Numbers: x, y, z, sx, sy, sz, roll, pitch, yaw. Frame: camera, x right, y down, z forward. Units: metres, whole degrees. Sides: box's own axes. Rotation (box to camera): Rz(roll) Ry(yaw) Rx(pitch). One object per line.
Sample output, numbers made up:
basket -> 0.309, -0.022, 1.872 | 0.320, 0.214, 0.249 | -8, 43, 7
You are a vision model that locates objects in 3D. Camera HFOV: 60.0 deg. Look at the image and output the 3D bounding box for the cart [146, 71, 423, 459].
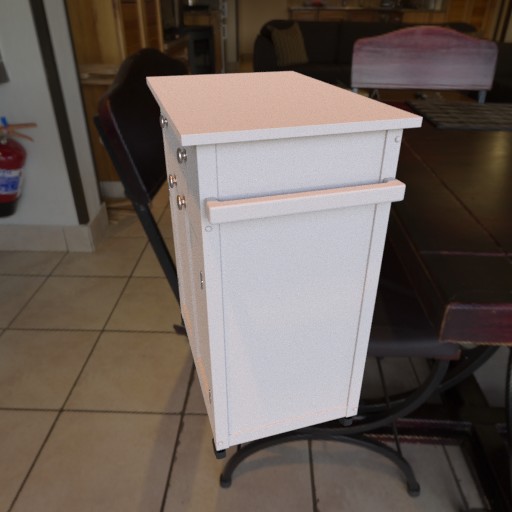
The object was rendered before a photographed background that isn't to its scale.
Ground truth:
cart -> 0.000, 0.000, 1.237 | 0.442, 0.864, 0.683 | -8, 31, -15
